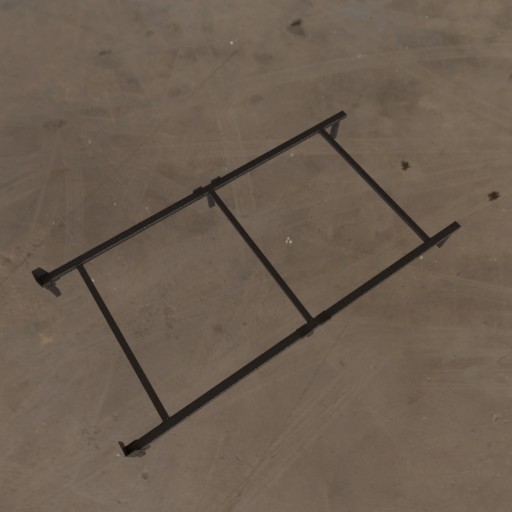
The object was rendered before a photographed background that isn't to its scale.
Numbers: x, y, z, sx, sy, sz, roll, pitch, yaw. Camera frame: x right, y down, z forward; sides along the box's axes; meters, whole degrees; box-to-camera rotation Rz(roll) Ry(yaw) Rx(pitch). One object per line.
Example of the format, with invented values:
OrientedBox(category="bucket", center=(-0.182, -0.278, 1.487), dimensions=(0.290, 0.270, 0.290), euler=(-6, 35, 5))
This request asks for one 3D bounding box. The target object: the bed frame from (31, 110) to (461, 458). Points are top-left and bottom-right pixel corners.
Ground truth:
OrientedBox(category="bed frame", center=(0.000, 0.000, 2.251), dimensions=(1.897, 0.248, 0.968), euler=(-32, 68, -14))
